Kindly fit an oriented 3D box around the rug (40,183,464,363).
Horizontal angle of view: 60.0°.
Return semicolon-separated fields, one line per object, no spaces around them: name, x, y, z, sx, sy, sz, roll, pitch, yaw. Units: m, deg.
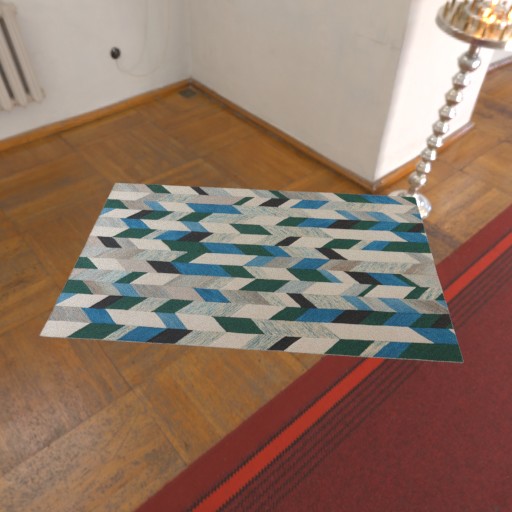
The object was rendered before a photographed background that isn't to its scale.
rug;0.000;0.000;3.053;2.433;0.007;1.507;3;45;3
